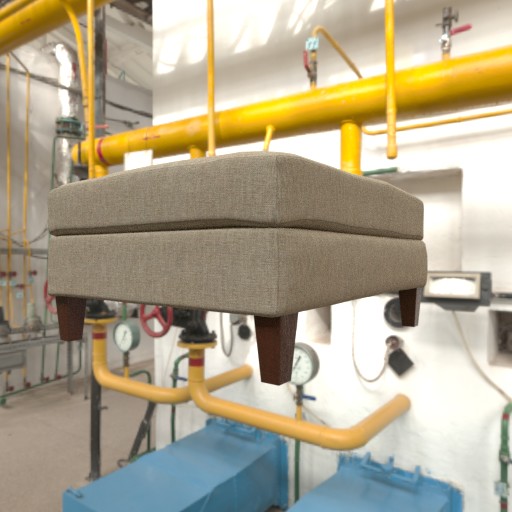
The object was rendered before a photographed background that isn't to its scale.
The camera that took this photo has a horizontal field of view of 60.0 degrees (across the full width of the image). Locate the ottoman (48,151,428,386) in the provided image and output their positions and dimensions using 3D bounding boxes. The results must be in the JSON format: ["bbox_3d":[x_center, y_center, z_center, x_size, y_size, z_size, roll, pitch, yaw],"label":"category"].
[{"bbox_3d":[0.000,0.000,1.432,0.836,0.492,0.976,0,0,36],"label":"ottoman"}]
